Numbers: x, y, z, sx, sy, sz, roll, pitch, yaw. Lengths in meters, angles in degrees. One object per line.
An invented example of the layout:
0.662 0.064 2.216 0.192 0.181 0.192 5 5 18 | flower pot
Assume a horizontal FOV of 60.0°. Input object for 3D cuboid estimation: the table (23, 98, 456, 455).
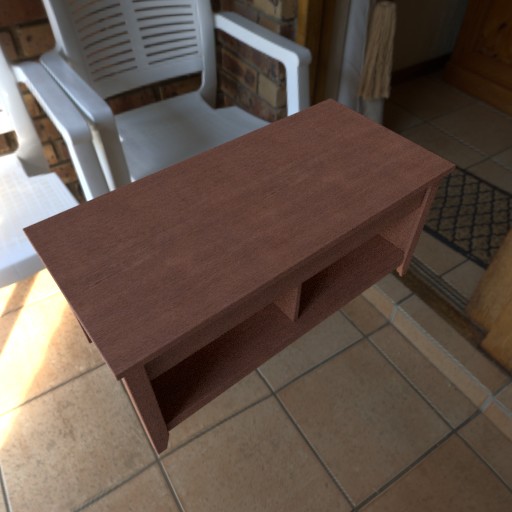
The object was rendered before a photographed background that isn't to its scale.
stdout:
0.000 0.000 1.291 1.016 0.457 0.483 -30 54 -25 | table
